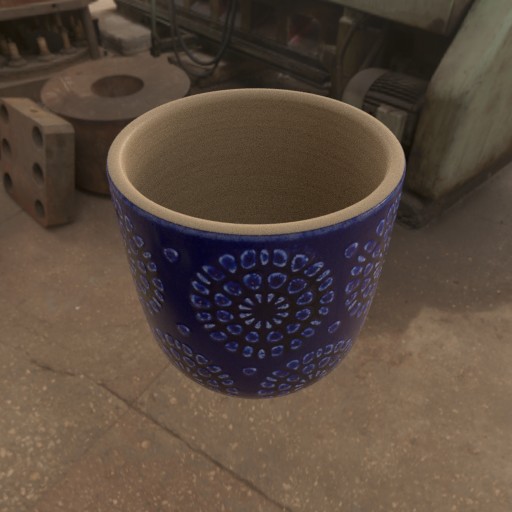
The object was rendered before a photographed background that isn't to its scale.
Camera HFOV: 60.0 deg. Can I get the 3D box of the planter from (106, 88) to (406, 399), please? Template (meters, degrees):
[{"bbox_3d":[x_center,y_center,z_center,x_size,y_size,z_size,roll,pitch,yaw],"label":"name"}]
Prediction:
[{"bbox_3d":[0.000,0.000,0.200,0.109,0.112,0.109,0,42,0],"label":"planter"}]
